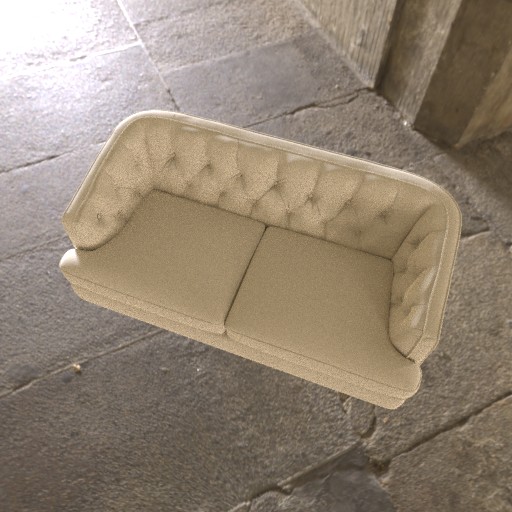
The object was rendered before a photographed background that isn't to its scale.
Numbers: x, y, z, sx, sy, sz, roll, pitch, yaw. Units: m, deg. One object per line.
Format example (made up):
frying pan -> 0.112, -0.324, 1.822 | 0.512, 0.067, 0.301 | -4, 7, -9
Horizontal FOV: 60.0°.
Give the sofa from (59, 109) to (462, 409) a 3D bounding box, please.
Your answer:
sofa -> 0.000, 0.000, 2.242 | 1.733, 0.855, 0.941 | 17, 60, 10
